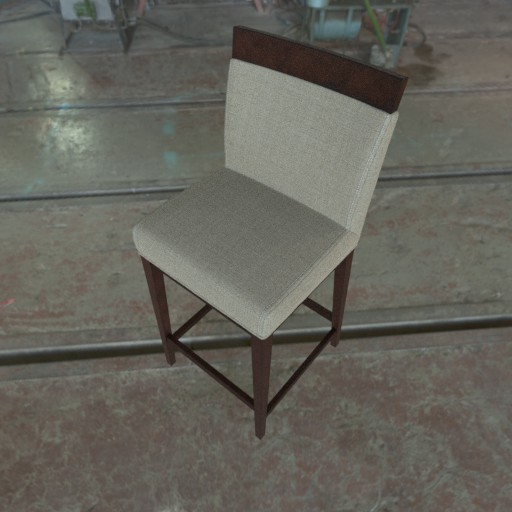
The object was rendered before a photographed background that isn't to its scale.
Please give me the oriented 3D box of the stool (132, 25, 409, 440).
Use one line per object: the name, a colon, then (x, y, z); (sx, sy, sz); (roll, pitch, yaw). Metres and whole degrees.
stool: (0.000, 0.000, 1.241); (0.463, 1.011, 0.480); (31, 54, 26)
